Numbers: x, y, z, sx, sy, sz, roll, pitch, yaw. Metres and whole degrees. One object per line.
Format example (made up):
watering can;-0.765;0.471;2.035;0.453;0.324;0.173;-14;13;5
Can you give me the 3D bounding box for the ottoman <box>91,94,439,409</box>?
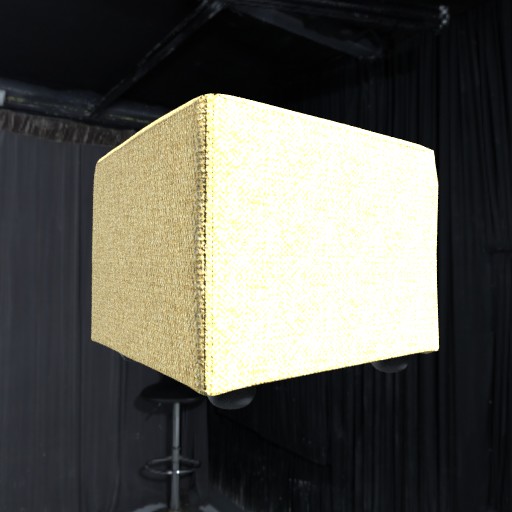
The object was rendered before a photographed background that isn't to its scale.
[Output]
ottoman;0.000;0.000;0.884;0.512;0.441;0.505;1;-1;-36
